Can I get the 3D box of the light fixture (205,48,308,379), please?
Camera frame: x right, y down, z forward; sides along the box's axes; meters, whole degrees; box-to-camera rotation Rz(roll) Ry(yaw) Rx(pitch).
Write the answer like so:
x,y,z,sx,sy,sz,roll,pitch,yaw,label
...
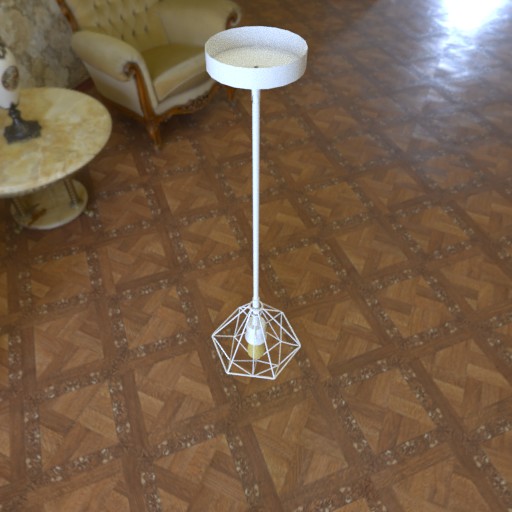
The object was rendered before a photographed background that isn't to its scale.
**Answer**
x,y,z,sx,sy,sz,roll,pitch,yaw,label
0.000,0.000,1.913,0.431,1.764,0.487,-17,49,-15,light fixture
